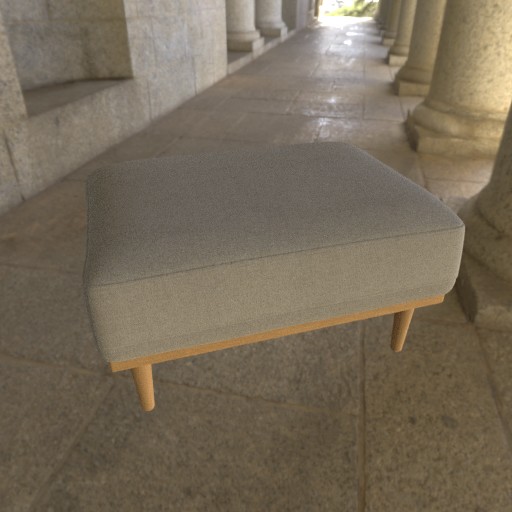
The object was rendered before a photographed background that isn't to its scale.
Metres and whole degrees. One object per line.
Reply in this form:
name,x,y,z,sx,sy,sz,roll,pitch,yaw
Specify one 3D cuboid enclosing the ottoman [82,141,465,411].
ottoman,0.000,0.000,1.077,0.749,0.428,0.549,-9,33,-15
